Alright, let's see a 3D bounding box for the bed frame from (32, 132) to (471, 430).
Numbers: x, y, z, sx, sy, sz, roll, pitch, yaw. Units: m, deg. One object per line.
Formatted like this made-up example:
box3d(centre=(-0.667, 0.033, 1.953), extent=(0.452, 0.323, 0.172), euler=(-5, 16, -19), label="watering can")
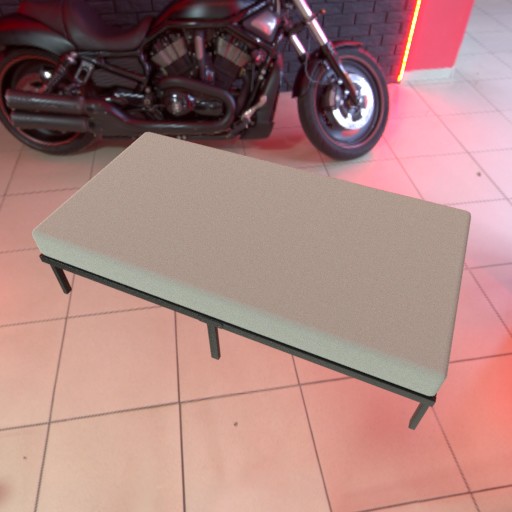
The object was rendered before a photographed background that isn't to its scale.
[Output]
box3d(centre=(0.000, 0.000, 3.172), extent=(2.635, 0.680, 1.393), euler=(17, 49, 16), label="bed frame")
